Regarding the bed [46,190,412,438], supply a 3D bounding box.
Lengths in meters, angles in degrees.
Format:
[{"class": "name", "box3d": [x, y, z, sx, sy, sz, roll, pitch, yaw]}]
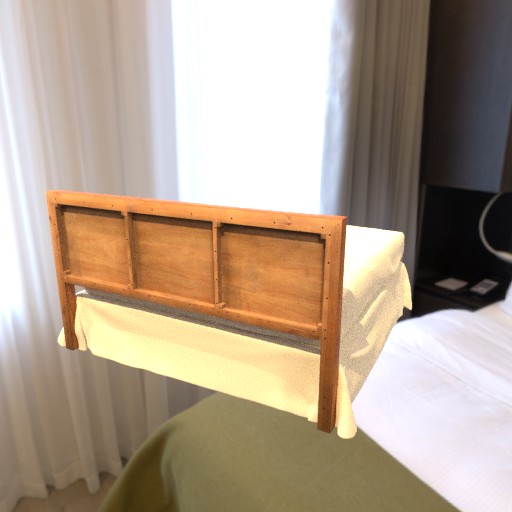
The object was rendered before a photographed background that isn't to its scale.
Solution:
[{"class": "bed", "box3d": [0.000, 0.000, 3.525, 2.255, 1.158, 2.165, 8, 18, 27]}]
